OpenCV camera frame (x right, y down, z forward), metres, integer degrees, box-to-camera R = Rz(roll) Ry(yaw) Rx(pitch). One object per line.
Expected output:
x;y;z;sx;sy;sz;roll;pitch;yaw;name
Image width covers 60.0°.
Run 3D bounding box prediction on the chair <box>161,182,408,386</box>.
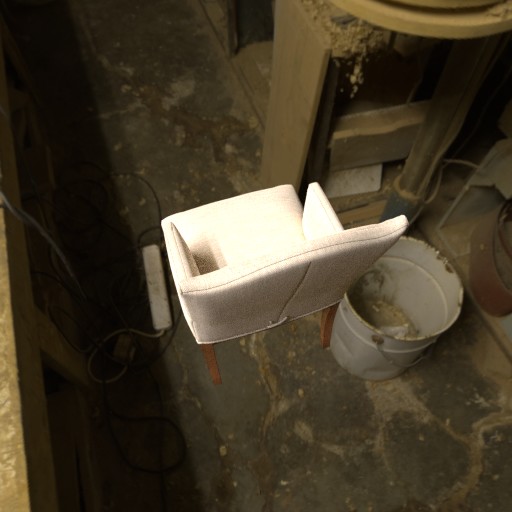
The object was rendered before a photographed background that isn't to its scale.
0.000;0.000;1.413;0.533;1.016;0.641;-16;61;-10;chair
